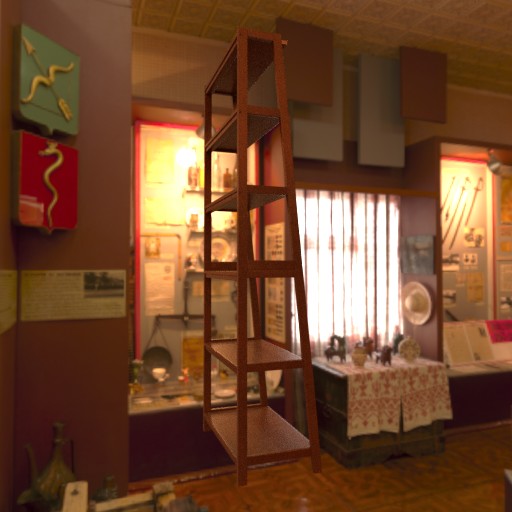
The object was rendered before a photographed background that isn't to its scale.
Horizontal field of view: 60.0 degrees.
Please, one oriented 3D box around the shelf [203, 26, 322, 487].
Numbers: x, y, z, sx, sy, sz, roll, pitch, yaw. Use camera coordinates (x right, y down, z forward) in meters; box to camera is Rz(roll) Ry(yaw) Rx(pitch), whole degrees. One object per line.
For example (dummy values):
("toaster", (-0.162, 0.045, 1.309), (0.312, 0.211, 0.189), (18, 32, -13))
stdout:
("shelf", (0.000, 0.000, 2.193), (0.382, 1.892, 0.660), (0, -1, -19))
